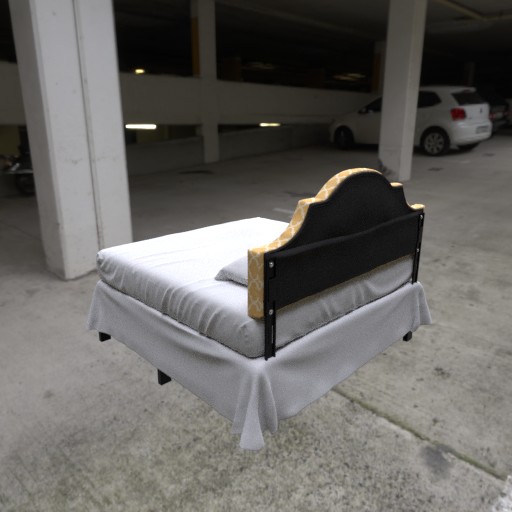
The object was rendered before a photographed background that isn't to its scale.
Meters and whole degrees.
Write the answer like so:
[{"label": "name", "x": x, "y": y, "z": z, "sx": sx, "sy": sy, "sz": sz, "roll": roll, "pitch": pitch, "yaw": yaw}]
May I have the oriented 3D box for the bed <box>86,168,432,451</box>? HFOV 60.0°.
[{"label": "bed", "x": 0.000, "y": 0.000, "z": 3.780, "sx": 2.314, "sy": 1.601, "sz": 2.222, "roll": -16, "pitch": 23, "yaw": -42}]
